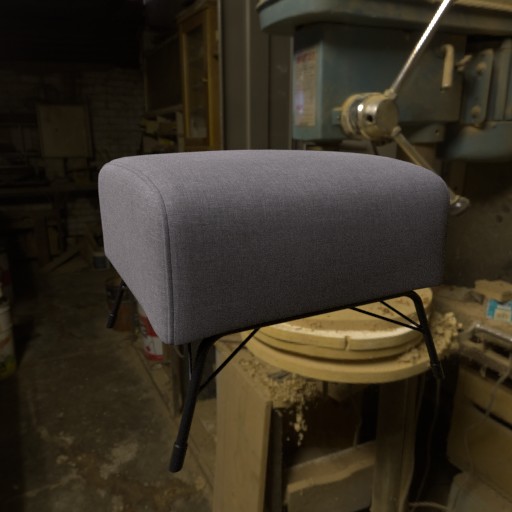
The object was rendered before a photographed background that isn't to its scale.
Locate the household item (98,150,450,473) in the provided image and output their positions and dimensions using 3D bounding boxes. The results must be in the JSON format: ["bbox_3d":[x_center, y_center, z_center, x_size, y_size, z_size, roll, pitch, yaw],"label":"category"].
[{"bbox_3d":[0.000,0.000,0.883,0.530,0.410,0.530,-8,18,-26],"label":"household item"}]
